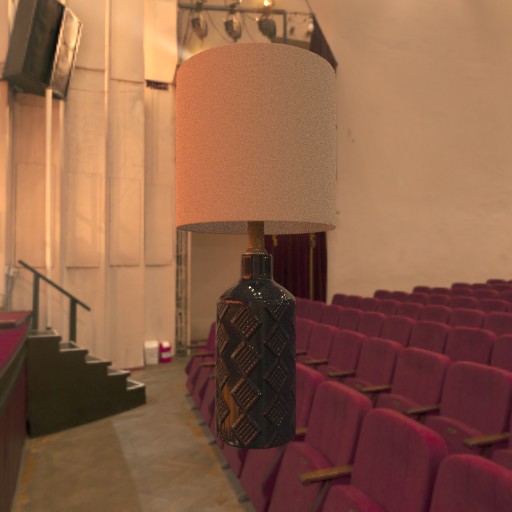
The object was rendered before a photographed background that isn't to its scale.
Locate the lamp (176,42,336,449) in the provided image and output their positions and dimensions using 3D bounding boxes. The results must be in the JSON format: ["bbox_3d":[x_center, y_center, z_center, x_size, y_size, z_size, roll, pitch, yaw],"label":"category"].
[{"bbox_3d":[0.000,0.000,0.579,0.207,0.461,0.207,0,-1,-17],"label":"lamp"}]
